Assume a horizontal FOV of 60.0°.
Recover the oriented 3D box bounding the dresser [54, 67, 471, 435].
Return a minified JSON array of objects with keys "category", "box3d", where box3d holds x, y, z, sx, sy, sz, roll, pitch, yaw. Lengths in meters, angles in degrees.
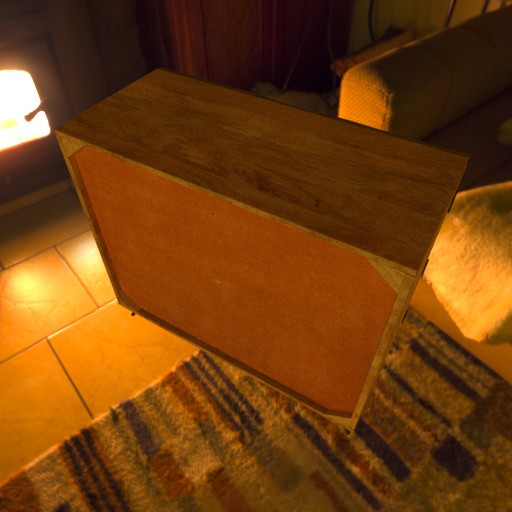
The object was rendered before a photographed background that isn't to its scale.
[{"category":"dresser","box3d":[0.000,0.000,1.422,0.967,0.847,0.446,23,51,20]}]
